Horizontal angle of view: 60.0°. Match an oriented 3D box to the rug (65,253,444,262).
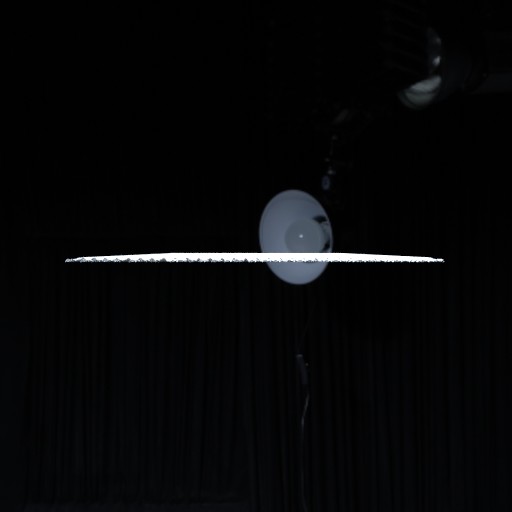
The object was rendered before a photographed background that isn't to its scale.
[{"bbox_3d":[0.000,0.000,2.364,1.243,0.013,1.872,0,1,0],"label":"rug"}]
